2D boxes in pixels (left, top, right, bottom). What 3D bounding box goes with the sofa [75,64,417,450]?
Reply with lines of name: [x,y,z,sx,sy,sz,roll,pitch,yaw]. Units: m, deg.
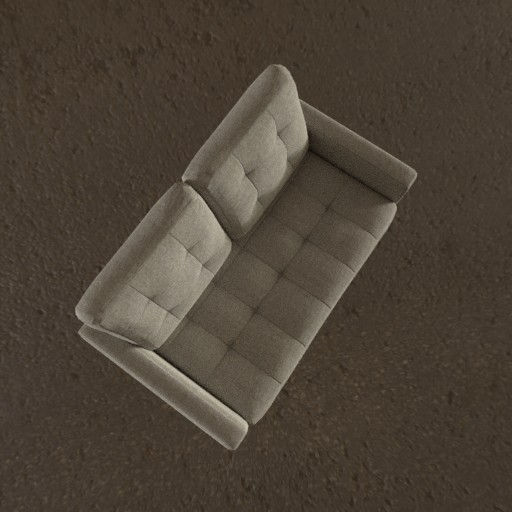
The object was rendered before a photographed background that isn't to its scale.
sofa: [0.000,0.000,1.975,0.842,0.907,1.407,34,79,8]
